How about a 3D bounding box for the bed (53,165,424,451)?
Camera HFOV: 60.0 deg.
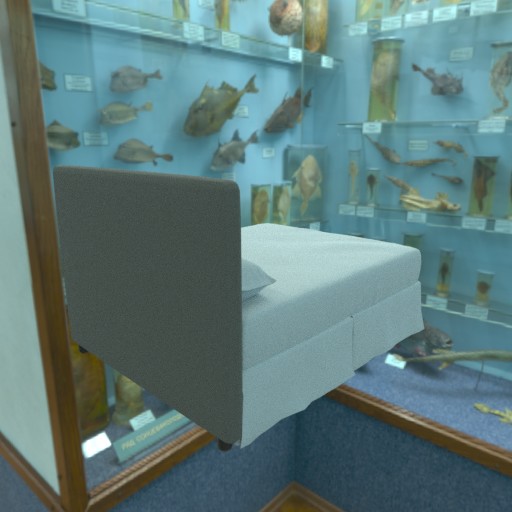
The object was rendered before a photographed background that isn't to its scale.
[{"bbox_3d":[0.000,0.000,3.230,1.748,1.330,2.142,14,20,42],"label":"bed"}]
